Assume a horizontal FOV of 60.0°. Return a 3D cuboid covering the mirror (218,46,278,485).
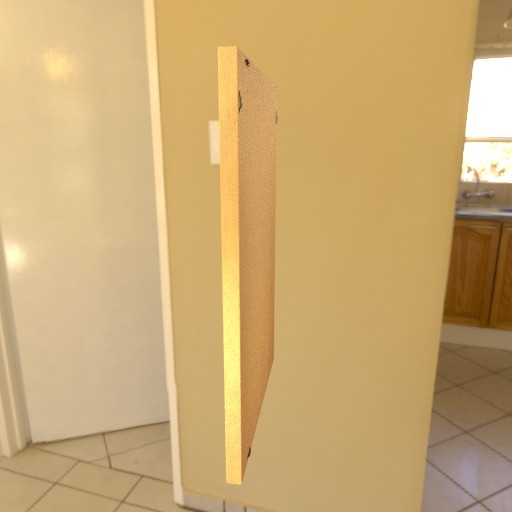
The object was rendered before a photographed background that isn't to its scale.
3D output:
[{"bbox_3d":[0.000,0.000,1.183,0.040,0.915,0.609,2,15,9],"label":"mirror"}]
